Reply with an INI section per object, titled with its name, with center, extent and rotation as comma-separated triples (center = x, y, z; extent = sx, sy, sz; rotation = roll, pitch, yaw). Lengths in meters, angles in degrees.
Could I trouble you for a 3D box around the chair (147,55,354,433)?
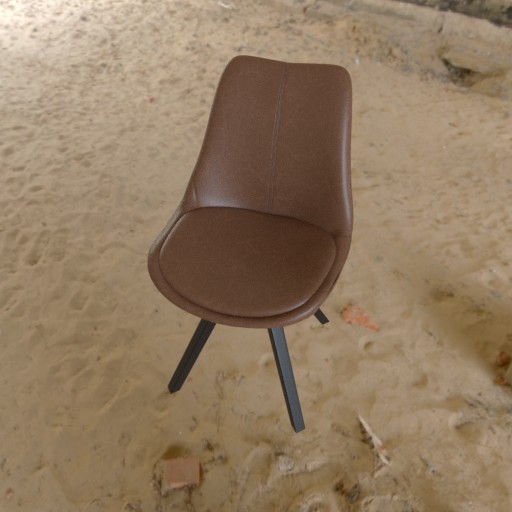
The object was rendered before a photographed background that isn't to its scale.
[chair]
center = 0.000, 0.000, 1.182
extent = 0.475, 0.850, 0.550
rotation = 12, 43, 14
